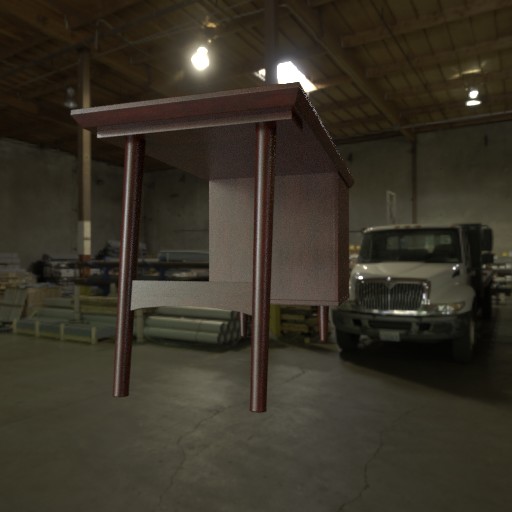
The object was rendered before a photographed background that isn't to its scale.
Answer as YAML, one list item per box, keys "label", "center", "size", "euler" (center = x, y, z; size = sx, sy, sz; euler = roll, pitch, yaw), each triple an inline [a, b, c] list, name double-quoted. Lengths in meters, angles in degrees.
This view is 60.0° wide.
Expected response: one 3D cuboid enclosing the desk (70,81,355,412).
- label: "desk"
  center: [0.000, 0.000, 1.674]
  size: [0.612, 0.758, 1.277]
  euler: [0, -1, 18]
